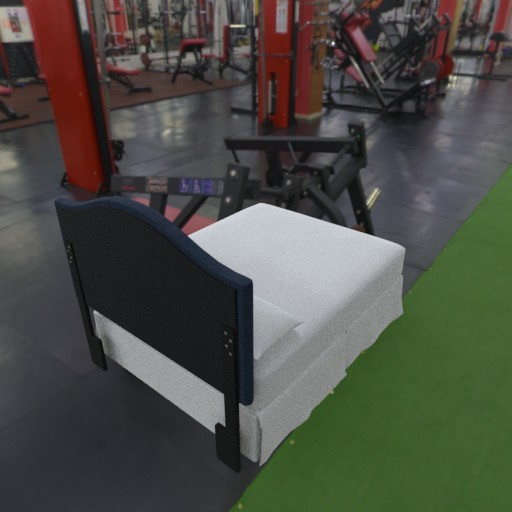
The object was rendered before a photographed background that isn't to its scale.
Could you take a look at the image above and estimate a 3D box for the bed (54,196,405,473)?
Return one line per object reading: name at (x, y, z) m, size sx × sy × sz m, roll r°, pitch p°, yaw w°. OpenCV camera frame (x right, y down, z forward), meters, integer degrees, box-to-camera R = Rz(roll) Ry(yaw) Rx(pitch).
bed at (0.000, 0.000, 3.399) m, size 1.725 × 1.518 × 2.153 m, roll 22°, pitch 35°, yaw 34°
